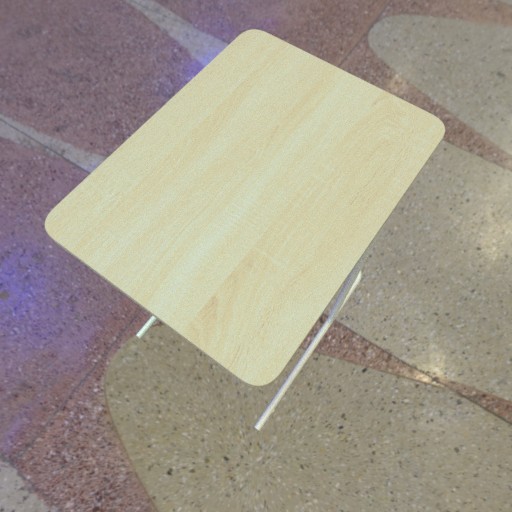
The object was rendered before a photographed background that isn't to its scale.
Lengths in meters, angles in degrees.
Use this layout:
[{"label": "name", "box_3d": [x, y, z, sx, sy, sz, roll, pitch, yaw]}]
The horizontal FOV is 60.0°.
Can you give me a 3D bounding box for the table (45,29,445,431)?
[{"label": "table", "box_3d": [0.000, 0.000, 0.868, 0.370, 0.550, 0.480, 33, 69, 15]}]
